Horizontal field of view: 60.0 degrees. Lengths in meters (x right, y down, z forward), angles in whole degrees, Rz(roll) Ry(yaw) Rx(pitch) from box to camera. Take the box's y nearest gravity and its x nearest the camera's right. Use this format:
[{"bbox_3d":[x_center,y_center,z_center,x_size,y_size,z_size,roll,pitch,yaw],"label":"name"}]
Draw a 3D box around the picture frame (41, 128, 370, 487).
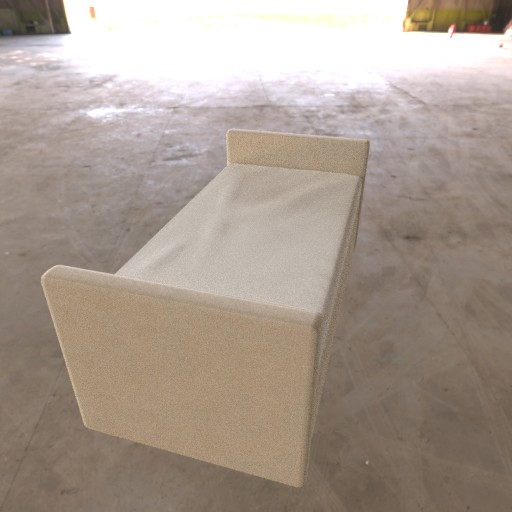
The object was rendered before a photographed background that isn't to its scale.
[{"bbox_3d":[0.000,0.000,2.642,1.069,0.891,2.161,9,32,14],"label":"picture frame"}]
